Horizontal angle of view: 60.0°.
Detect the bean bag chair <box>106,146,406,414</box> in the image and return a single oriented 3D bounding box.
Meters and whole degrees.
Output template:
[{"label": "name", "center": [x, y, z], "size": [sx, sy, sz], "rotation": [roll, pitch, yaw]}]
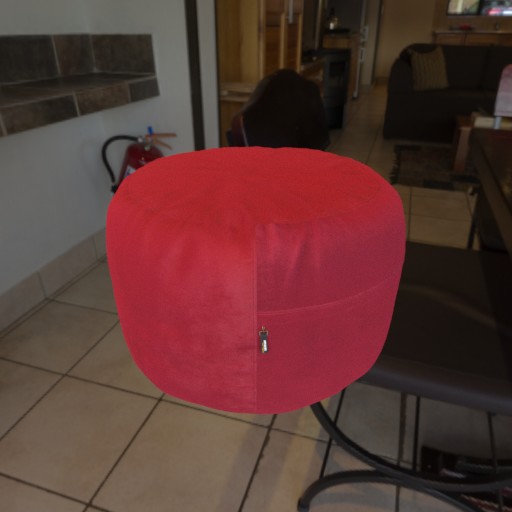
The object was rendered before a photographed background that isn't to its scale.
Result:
[{"label": "bean bag chair", "center": [0.000, 0.000, 1.931], "size": [1.219, 0.762, 1.219], "rotation": [0, 27, 0]}]
